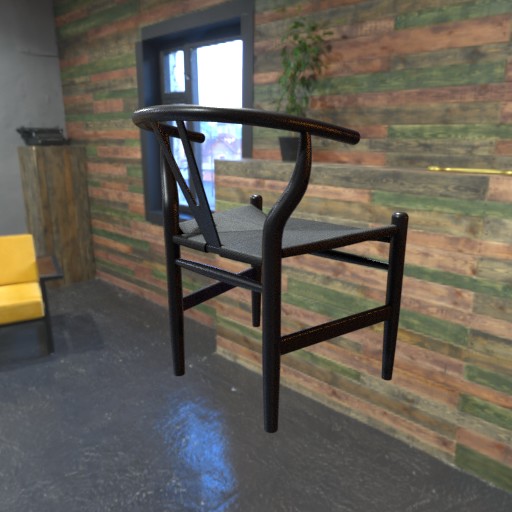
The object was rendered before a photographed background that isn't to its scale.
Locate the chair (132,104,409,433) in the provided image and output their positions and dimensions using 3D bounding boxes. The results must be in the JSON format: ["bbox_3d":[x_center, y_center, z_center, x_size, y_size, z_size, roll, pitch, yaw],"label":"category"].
[{"bbox_3d":[0.000,0.000,1.175,0.569,0.730,0.579,14,20,43],"label":"chair"}]
